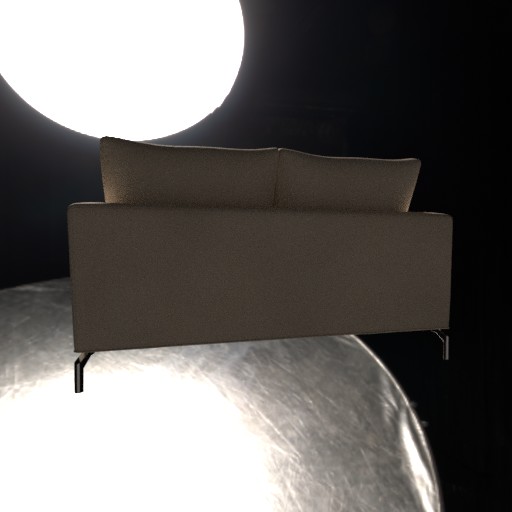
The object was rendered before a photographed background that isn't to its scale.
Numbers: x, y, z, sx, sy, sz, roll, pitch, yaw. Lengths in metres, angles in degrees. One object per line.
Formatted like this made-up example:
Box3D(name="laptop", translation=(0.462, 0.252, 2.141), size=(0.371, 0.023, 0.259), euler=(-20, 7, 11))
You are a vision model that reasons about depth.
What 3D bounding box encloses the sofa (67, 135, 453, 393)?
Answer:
Box3D(name="sofa", translation=(0.000, 0.000, 2.311), size=(1.739, 0.995, 0.906), euler=(0, 1, -18))
